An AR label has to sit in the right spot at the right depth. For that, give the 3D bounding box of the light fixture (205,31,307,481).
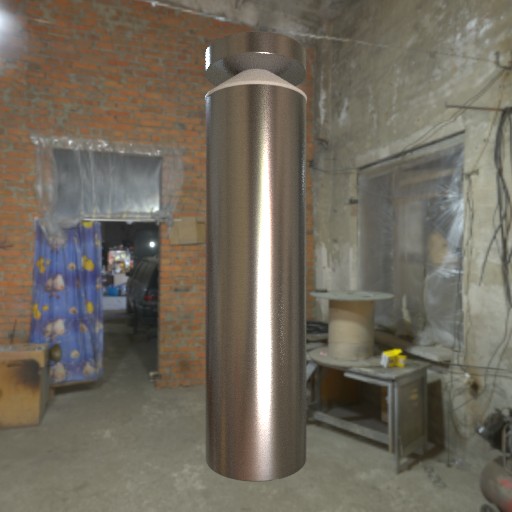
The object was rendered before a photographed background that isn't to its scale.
[{"bbox_3d":[0.000,0.000,0.444,0.102,0.400,0.102,0,0,37],"label":"light fixture"}]
